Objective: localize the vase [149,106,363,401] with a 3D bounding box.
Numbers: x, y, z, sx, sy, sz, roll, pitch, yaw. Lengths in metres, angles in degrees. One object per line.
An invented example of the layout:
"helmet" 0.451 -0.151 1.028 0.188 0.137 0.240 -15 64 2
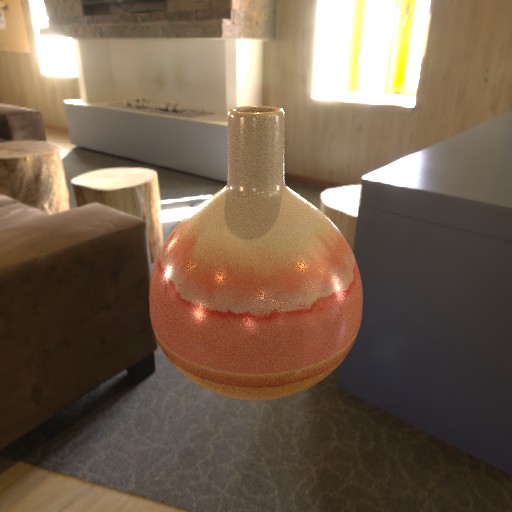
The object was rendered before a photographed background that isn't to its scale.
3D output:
"vase" 0.000 0.000 0.278 0.137 0.176 0.137 0 26 0
